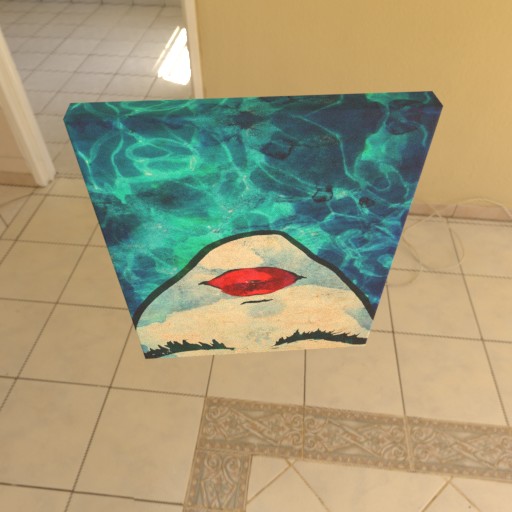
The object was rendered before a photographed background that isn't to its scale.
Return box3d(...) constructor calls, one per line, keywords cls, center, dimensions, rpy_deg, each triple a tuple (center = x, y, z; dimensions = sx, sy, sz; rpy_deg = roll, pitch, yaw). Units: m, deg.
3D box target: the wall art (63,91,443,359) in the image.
box3d(cls="wall art", center=(0.000, 0.000, 0.697), dimensions=(0.432, 0.508, 0.038), rpy_deg=(-3, 46, -3))
